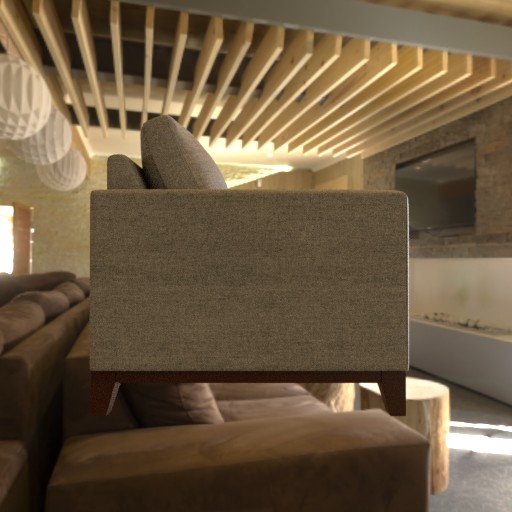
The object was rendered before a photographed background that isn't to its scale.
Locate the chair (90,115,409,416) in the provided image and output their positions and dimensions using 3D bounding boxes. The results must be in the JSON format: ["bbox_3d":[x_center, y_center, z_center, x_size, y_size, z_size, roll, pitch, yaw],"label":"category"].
[{"bbox_3d":[0.000,0.000,1.881,1.038,1.010,1.024,0,0,0],"label":"chair"}]
